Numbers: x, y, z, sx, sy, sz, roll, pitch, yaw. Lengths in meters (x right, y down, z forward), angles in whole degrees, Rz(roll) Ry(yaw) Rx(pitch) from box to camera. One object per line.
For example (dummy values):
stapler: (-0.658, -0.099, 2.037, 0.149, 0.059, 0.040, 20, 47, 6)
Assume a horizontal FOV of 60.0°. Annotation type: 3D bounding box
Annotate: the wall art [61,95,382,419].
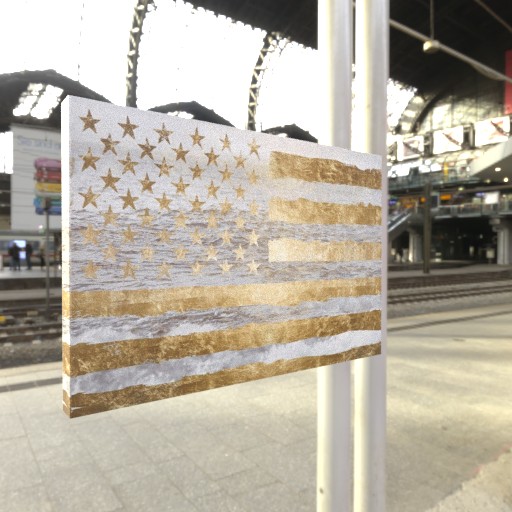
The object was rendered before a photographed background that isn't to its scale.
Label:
wall art: (0.000, 0.000, 0.749, 0.606, 0.407, 0.041, 0, 1, -36)
